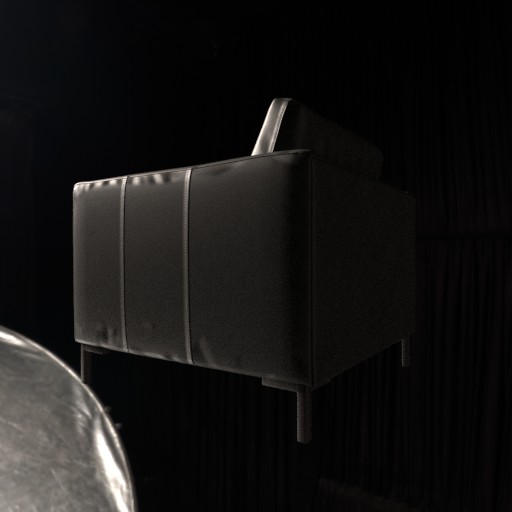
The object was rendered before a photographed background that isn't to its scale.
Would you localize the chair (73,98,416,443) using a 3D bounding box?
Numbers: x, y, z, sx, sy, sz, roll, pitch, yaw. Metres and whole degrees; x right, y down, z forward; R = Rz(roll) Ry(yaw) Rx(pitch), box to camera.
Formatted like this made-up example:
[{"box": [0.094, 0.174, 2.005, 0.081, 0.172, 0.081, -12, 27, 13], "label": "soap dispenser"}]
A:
[{"box": [0.000, 0.000, 1.486, 0.861, 0.824, 0.967, 0, 0, 34], "label": "chair"}]
